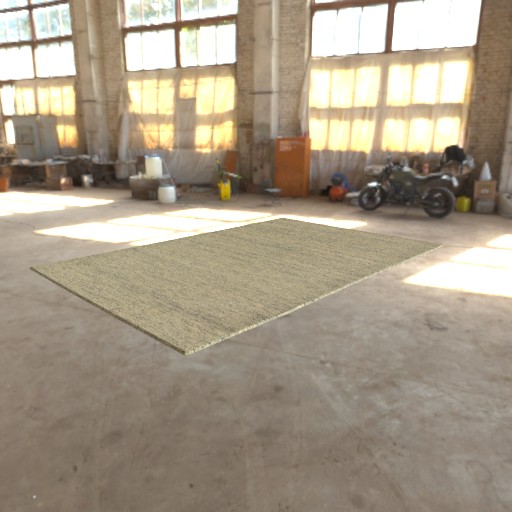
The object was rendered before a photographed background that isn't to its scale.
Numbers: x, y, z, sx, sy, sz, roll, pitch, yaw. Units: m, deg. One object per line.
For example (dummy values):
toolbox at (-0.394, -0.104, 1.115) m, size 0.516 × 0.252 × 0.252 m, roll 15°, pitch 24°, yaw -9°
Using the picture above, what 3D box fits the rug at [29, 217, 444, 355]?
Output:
rug at (0.000, 0.000, 2.332) m, size 1.243 × 0.014 × 1.846 m, roll 15°, pitch 21°, yaw 42°
